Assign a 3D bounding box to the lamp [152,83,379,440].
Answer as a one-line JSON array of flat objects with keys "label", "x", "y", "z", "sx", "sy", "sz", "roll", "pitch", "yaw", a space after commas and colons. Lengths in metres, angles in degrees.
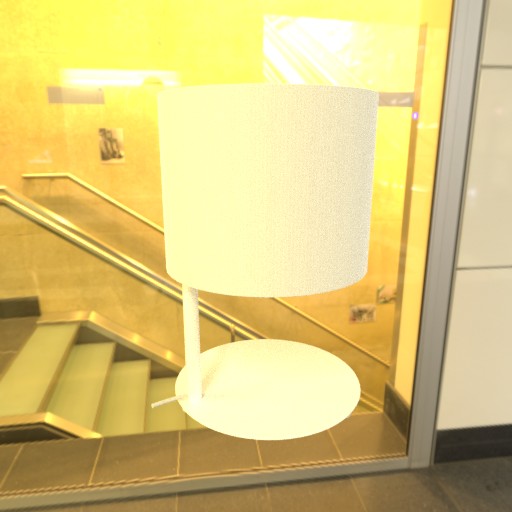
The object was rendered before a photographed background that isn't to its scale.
[{"label": "lamp", "x": 0.000, "y": 0.000, "z": 0.664, "sx": 0.341, "sy": 0.454, "sz": 0.299, "roll": -8, "pitch": 17, "yaw": -26}]
